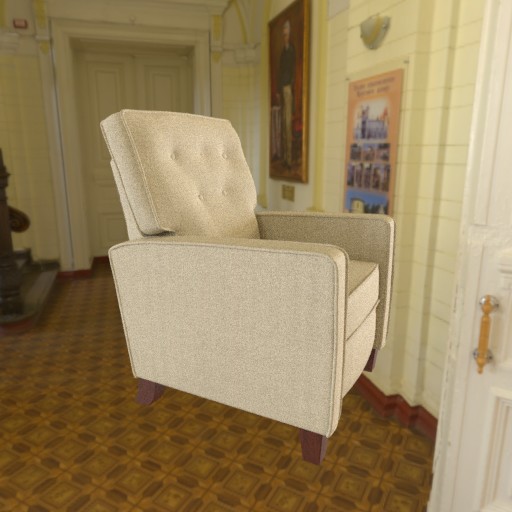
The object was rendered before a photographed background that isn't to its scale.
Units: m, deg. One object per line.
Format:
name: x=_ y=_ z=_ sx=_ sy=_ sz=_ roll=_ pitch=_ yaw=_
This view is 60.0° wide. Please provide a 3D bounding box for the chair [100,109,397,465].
chair: x=0.000 y=0.000 z=1.418 sx=0.754 sy=0.888 sz=0.648 roll=7 pitch=16 yaw=27
